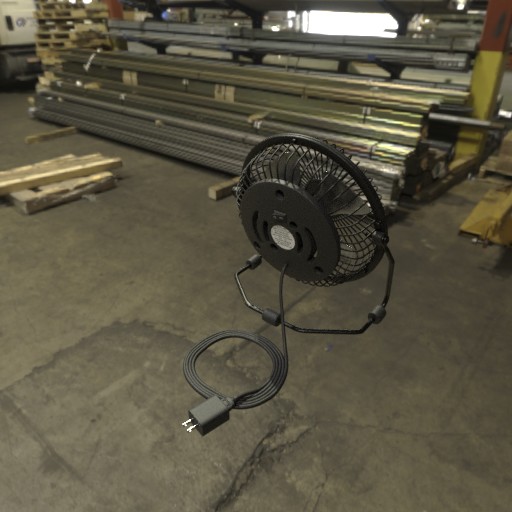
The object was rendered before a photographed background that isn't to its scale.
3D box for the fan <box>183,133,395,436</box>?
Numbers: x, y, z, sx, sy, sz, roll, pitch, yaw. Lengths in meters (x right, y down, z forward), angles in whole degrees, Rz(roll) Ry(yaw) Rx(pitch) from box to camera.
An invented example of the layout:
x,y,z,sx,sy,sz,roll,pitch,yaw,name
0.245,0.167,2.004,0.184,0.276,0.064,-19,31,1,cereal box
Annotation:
x,y,z,sx,sy,sz,roll,pitch,yaw,name
0.000,0.000,0.320,0.153,0.152,0.202,23,38,33,fan
